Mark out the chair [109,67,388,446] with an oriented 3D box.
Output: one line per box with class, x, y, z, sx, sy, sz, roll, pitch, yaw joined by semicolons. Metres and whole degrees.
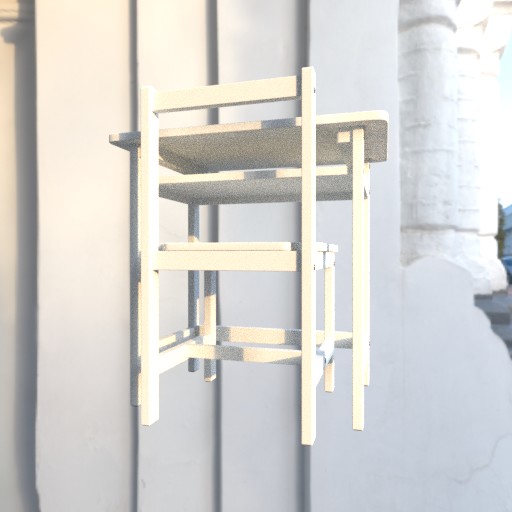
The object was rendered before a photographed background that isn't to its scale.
chair;0.000;0.000;1.052;0.599;0.673;0.461;0;0;16
